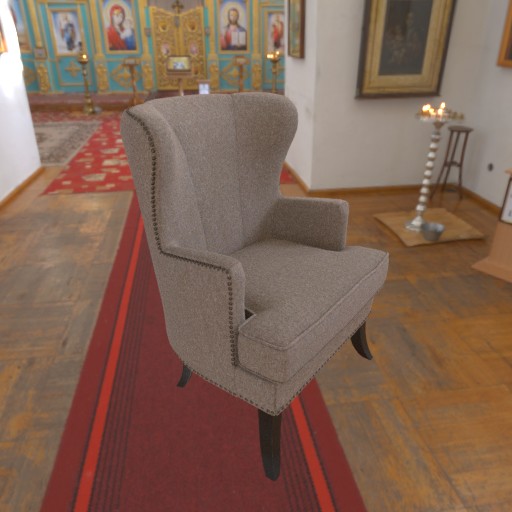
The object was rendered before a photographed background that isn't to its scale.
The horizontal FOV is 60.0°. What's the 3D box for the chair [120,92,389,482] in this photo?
[{"bbox_3d":[0.000,0.000,1.607,0.758,1.060,0.759,17,30,33],"label":"chair"}]
